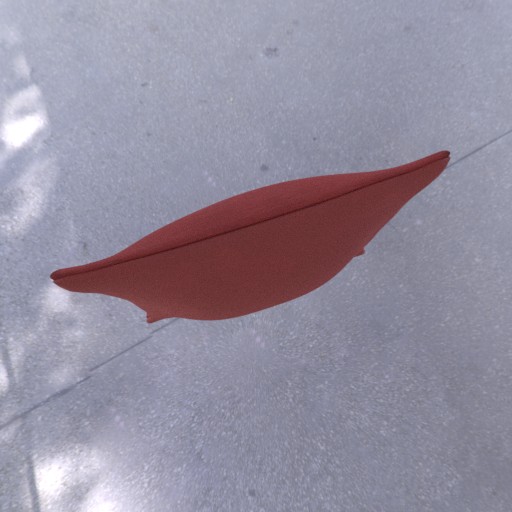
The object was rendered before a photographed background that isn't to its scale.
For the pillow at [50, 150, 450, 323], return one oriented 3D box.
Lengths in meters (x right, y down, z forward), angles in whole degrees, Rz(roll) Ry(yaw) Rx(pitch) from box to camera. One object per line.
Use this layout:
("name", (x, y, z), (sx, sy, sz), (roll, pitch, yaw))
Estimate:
("pillow", (0.000, 0.000, 0.651), (0.435, 0.416, 0.151), (-18, 77, -4))
